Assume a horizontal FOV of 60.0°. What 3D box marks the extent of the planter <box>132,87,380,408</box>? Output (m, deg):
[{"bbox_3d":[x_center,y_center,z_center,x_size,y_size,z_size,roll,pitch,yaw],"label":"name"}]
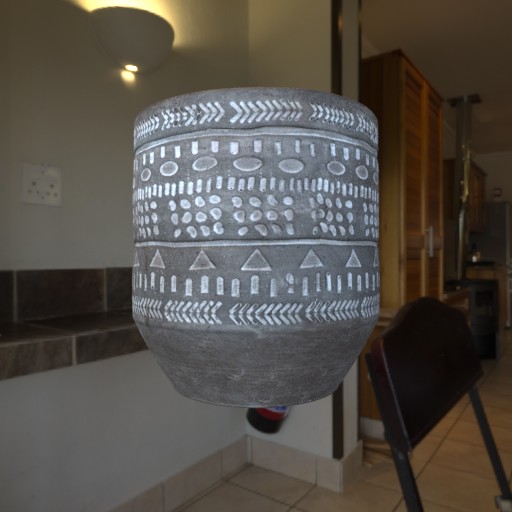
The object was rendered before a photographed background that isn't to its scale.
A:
[{"bbox_3d":[0.000,0.000,0.264,0.142,0.149,0.142,0,-1,0],"label":"planter"}]
